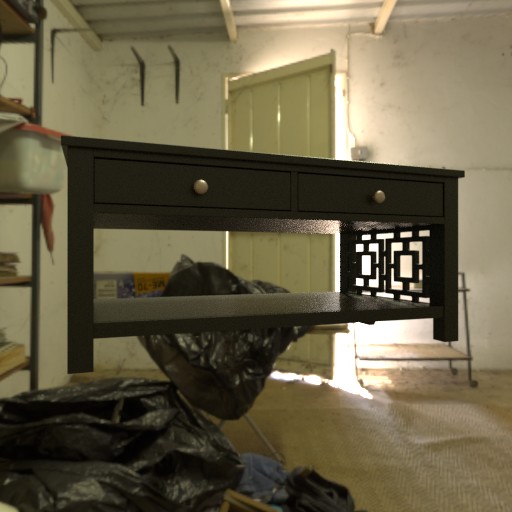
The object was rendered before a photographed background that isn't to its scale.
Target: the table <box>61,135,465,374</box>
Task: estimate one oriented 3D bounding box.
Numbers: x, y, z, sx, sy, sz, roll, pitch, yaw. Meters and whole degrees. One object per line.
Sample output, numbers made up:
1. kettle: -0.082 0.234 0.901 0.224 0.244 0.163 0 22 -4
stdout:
1. table: 0.000 0.000 1.366 1.068 0.493 0.612 0 0 -20
